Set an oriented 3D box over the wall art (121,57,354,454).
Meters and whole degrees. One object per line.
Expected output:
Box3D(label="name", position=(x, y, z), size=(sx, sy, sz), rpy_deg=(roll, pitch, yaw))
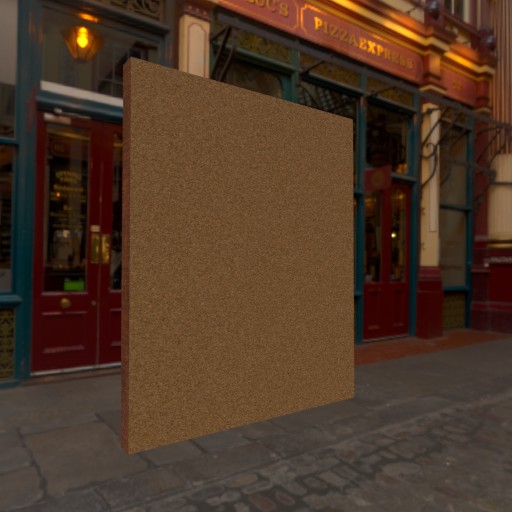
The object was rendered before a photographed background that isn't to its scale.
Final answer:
Box3D(label="wall art", position=(0.000, 0.000, 0.781), size=(0.467, 0.567, 0.033), rpy_deg=(1, -2, -36))
